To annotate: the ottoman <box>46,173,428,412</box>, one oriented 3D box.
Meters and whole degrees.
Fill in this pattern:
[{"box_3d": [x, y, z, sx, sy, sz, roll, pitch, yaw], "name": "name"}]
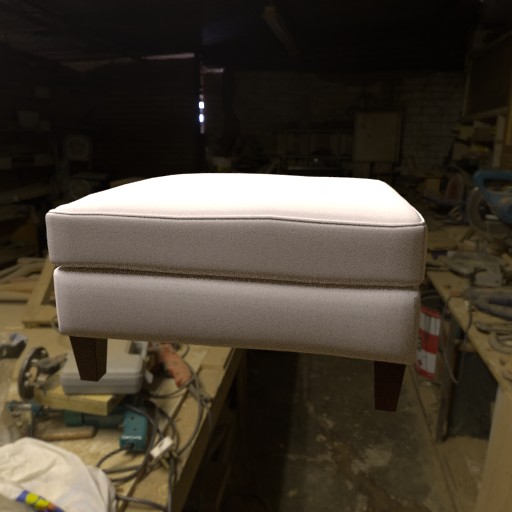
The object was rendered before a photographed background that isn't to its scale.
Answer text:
[{"box_3d": [0.000, 0.000, 1.345, 0.838, 0.479, 0.838, 3, 15, 10], "name": "ottoman"}]
